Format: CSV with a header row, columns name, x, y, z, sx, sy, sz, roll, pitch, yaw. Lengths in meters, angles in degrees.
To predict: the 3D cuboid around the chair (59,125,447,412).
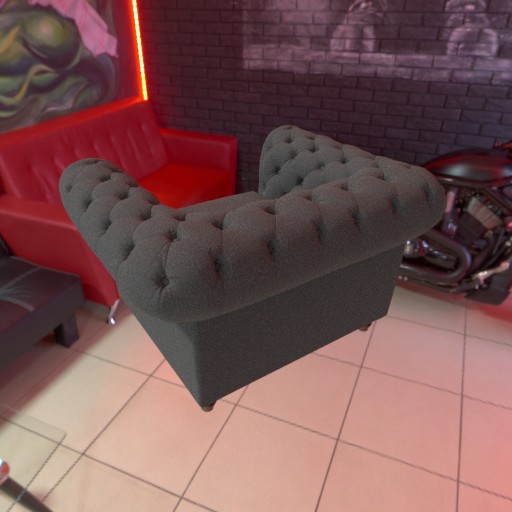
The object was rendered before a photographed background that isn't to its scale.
name,x,y,z,sx,sy,sz,roll,pitch,yaw
chair,0.000,0.000,1.838,1.270,0.770,0.976,-19,35,-29
